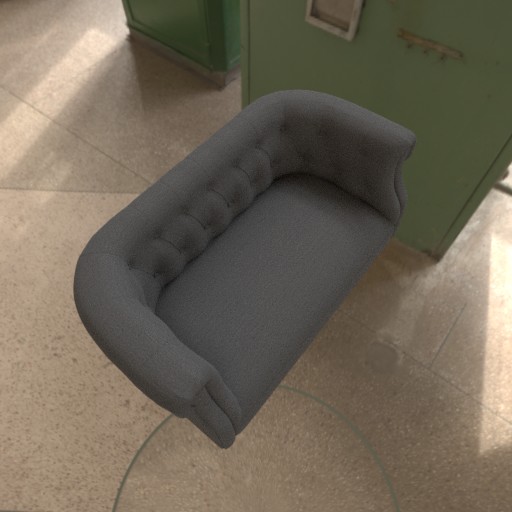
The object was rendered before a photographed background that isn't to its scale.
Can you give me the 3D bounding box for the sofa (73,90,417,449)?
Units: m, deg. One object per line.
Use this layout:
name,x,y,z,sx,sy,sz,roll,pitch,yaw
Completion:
sofa,0.000,0.000,2.058,0.835,0.827,1.558,34,64,19
